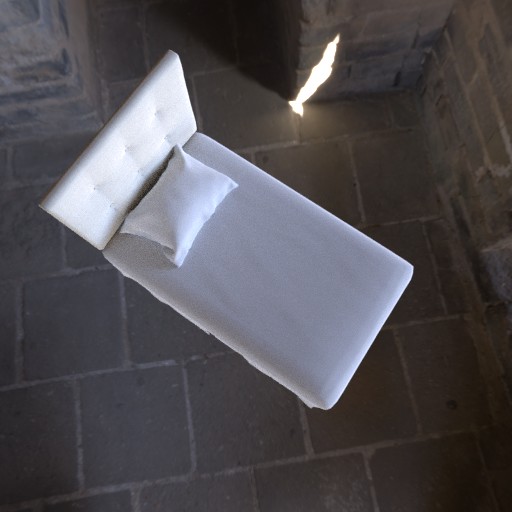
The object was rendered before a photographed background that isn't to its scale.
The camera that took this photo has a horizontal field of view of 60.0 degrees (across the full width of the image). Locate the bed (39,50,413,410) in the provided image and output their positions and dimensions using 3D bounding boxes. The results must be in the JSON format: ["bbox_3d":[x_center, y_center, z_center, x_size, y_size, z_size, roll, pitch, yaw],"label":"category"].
[{"bbox_3d":[0.000,0.000,3.019,1.997,1.571,1.261,33,79,8],"label":"bed"}]
